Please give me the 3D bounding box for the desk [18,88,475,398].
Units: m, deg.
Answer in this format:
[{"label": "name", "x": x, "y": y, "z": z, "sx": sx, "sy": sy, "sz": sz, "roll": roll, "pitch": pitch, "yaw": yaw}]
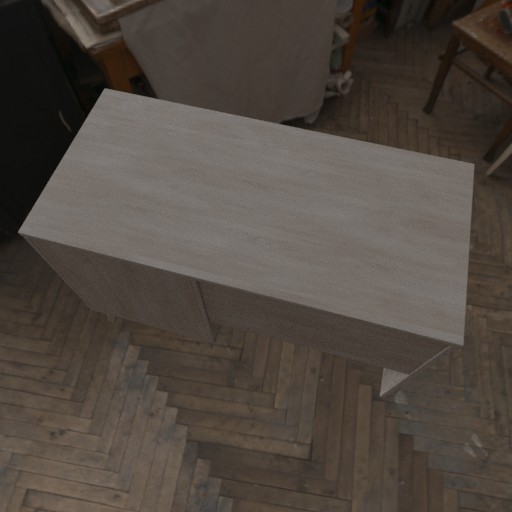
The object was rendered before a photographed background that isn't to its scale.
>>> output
[{"label": "desk", "x": 0.000, "y": 0.000, "z": 1.667, "sx": 1.251, "sy": 0.770, "sz": 0.600, "roll": 14, "pitch": 63, "yaw": 7}]
